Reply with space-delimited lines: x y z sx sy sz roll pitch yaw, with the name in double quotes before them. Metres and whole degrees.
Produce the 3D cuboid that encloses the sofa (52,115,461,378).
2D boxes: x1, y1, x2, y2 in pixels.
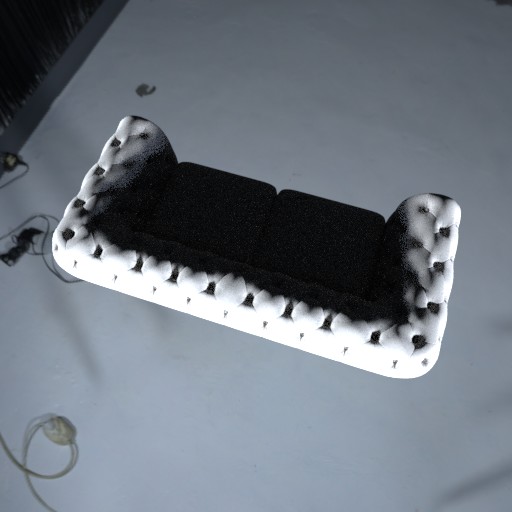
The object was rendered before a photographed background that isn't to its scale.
"sofa" 0.000 0.000 2.516 1.998 0.764 0.986 16 65 8
